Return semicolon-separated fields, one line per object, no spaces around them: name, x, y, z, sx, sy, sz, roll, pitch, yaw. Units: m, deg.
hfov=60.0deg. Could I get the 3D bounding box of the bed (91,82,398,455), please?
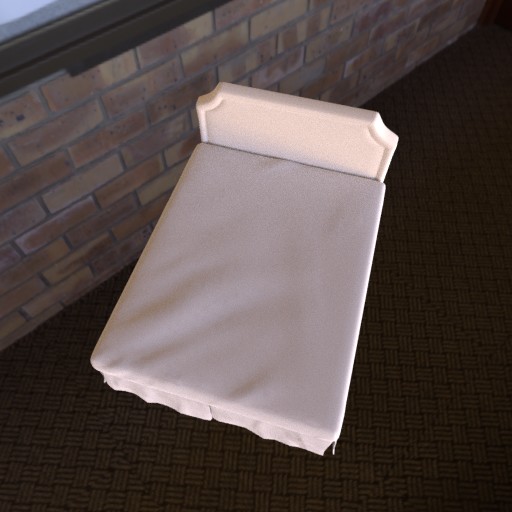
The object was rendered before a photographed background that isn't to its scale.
bed;0.000;0.000;3.659;1.977;1.293;2.498;14;60;8
